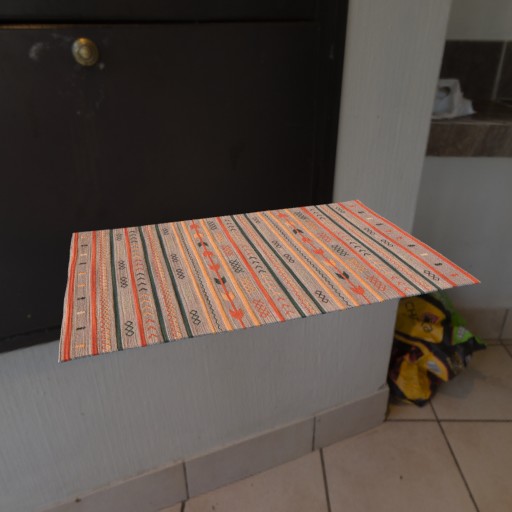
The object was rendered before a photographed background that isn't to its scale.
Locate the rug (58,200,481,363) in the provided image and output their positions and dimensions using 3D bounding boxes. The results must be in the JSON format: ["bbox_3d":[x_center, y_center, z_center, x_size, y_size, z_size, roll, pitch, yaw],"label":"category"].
[{"bbox_3d":[0.000,0.000,3.051,2.439,0.029,1.537,-8,28,-16],"label":"rug"}]
